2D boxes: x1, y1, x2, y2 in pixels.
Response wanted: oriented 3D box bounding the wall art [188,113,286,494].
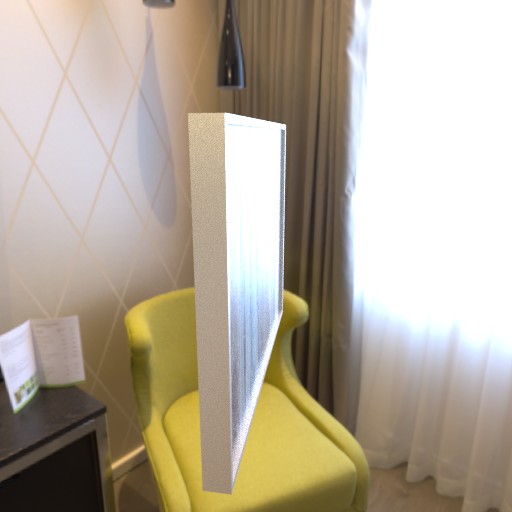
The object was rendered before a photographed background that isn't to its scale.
[{"bbox_3d":[0.000,0.000,1.378,0.066,0.801,1.056,3,16,9],"label":"wall art"}]
